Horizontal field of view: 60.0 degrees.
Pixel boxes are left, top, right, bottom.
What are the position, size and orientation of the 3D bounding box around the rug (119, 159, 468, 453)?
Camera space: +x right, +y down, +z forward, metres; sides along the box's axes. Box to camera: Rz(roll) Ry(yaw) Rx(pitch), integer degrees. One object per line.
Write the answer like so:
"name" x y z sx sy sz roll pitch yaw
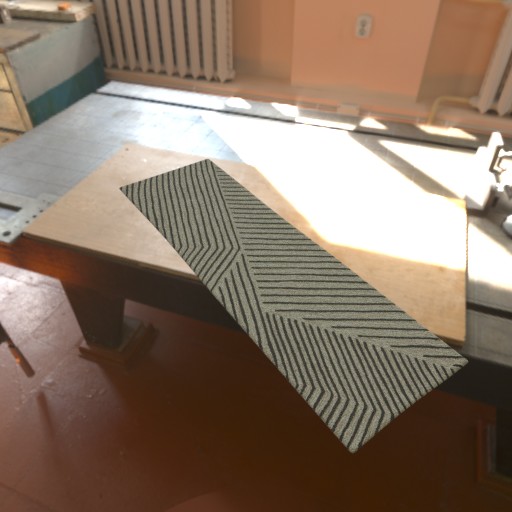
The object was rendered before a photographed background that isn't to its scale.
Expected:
"rug" 0.000 0.000 2.704 0.773 0.020 2.439 -25 47 -26
